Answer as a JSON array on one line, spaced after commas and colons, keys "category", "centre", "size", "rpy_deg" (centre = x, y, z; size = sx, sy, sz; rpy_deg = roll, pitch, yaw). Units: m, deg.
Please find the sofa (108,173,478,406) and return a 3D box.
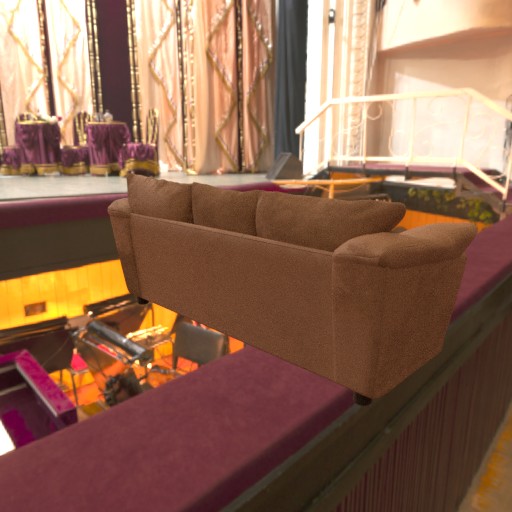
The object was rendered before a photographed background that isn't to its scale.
[{"category": "sofa", "centre": [0.000, 0.000, 2.819], "size": [0.893, 0.981, 2.377], "rpy_deg": [-13, 19, -43]}]
